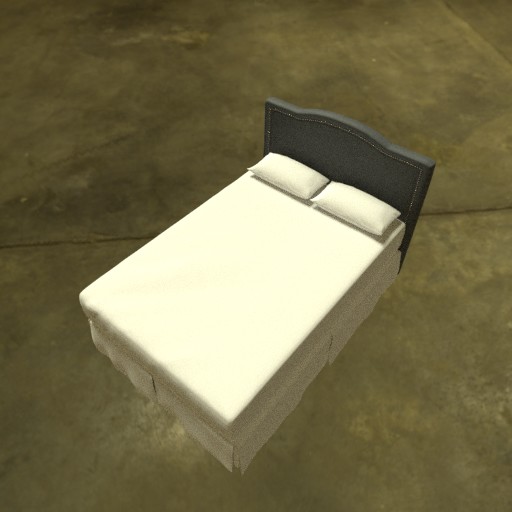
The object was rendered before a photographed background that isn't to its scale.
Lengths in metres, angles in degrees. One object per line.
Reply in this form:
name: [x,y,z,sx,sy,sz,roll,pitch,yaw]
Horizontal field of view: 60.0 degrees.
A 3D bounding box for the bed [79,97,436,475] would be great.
bed: [0.000,0.000,3.651,1.747,1.441,2.507,31,54,26]
